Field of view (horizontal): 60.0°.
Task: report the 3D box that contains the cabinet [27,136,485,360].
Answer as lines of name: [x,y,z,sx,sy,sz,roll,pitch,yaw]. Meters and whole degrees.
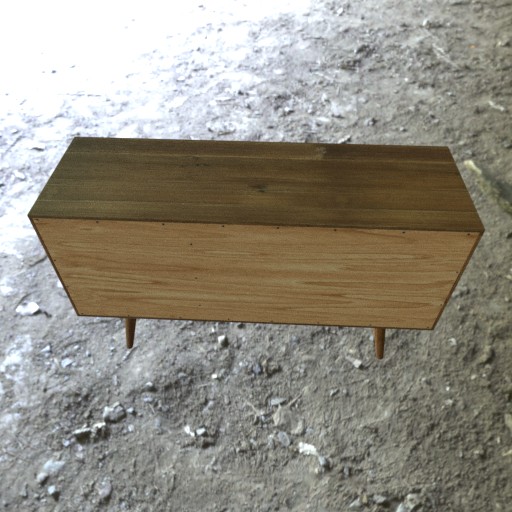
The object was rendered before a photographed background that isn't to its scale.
cabinet: [0.000,0.000,1.803,1.400,0.800,0.472,2,47,2]
